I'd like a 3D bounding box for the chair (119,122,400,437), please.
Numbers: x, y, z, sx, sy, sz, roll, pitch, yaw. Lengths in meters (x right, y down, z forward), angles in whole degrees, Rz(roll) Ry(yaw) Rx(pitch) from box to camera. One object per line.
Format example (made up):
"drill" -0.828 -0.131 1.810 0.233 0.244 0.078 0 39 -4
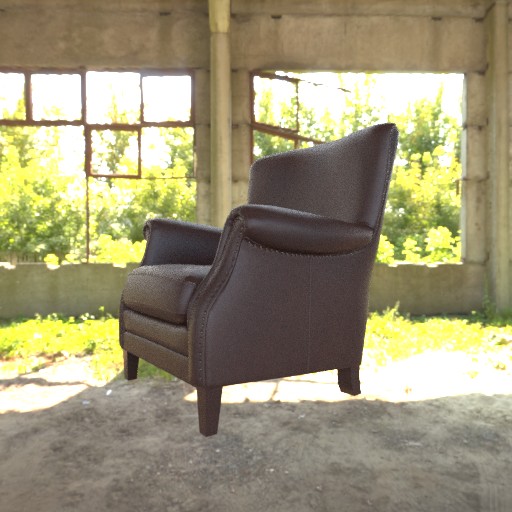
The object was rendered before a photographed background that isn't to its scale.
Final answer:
"chair" 0.000 0.000 1.389 0.746 0.800 0.700 0 1 -36
